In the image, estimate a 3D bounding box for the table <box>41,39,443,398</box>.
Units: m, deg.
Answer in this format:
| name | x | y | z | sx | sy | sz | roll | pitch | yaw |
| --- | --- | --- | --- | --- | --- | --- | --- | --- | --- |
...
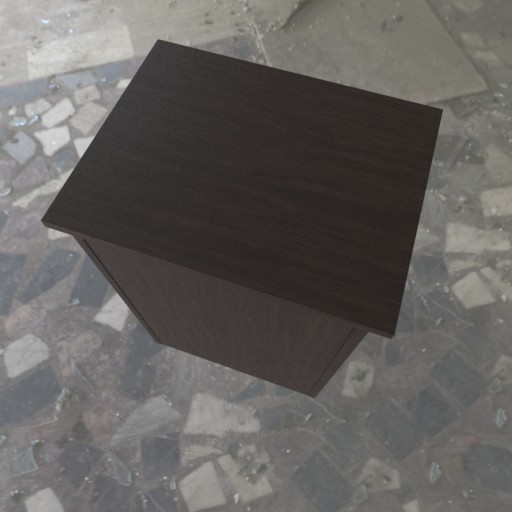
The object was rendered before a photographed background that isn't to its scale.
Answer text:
| name | x | y | z | sx | sy | sz | roll | pitch | yaw |
| --- | --- | --- | --- | --- | --- | --- | --- | --- | --- |
| table | 0.000 | 0.000 | 0.923 | 0.480 | 0.635 | 0.381 | 17 | 65 | 8 |
